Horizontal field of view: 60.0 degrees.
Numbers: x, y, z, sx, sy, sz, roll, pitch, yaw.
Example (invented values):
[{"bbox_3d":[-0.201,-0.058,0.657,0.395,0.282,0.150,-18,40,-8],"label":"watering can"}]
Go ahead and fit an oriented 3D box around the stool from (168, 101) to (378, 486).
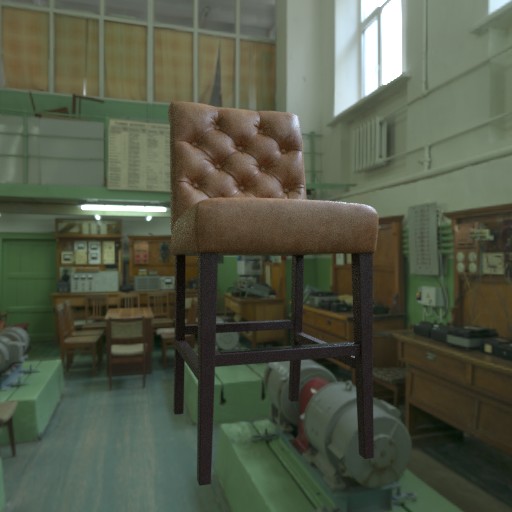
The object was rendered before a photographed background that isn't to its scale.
[{"bbox_3d":[0.000,0.000,1.342,0.493,1.047,0.601,0,0,-18],"label":"stool"}]
